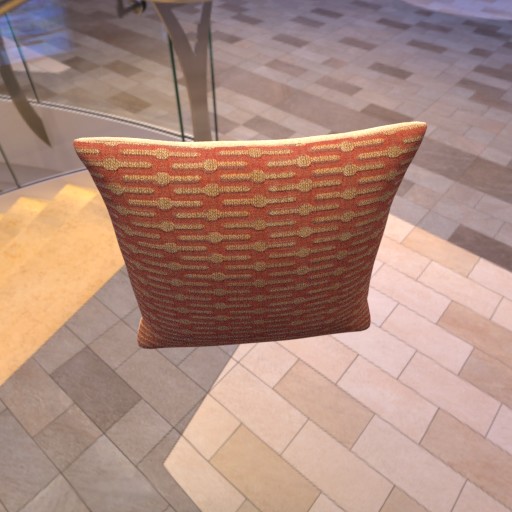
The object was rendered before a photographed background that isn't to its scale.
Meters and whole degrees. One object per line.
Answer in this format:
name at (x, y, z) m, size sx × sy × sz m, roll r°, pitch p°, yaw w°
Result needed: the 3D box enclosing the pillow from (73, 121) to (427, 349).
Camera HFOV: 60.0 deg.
pillow at (0.000, 0.000, 0.803) m, size 0.511 × 0.503 × 0.182 m, roll -4°, pitch 46°, yaw -4°
